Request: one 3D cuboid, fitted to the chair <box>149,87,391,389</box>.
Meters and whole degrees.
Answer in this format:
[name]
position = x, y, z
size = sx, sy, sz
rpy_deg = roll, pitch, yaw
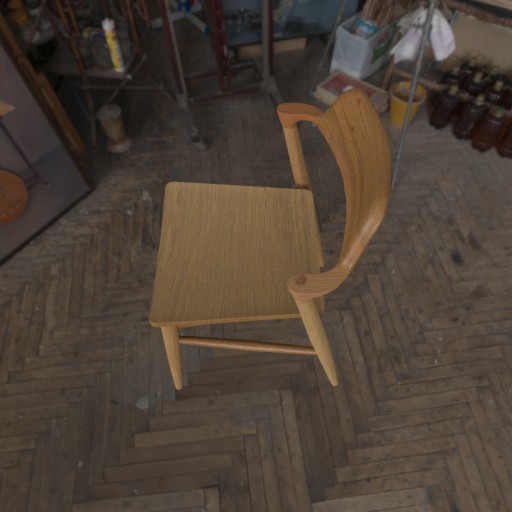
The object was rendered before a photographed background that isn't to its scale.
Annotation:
[chair]
position = 0.000, 0.000, 1.147
size = 0.499, 0.792, 0.512
rpy_deg = -1, 57, 0
